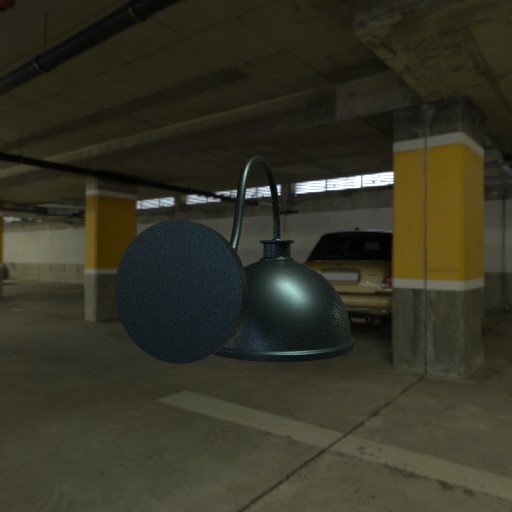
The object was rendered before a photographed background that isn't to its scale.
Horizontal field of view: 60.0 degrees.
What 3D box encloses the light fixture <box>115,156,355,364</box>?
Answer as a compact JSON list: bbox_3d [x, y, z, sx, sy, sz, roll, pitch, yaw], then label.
[{"bbox_3d":[0.000,0.000,0.639,0.253,0.295,0.467,0,0,19],"label":"light fixture"}]
